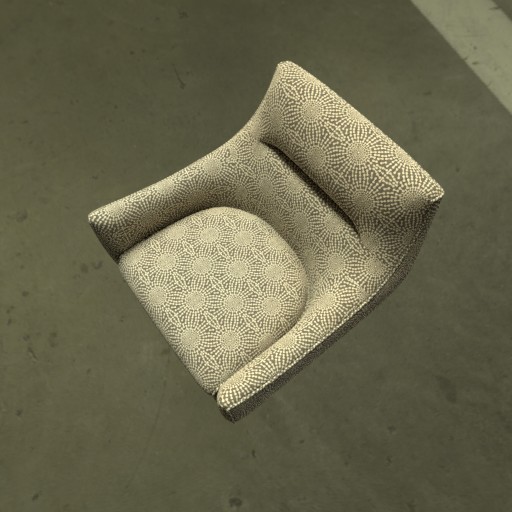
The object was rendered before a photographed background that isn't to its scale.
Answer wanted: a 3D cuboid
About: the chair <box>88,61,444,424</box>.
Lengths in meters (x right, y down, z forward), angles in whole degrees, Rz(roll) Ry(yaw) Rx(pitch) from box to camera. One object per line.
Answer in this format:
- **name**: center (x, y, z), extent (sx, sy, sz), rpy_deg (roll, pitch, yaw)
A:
- **chair**: center (0.000, 0.000, 1.480), extent (0.787, 0.838, 0.762), rpy_deg (-35, 68, -16)
